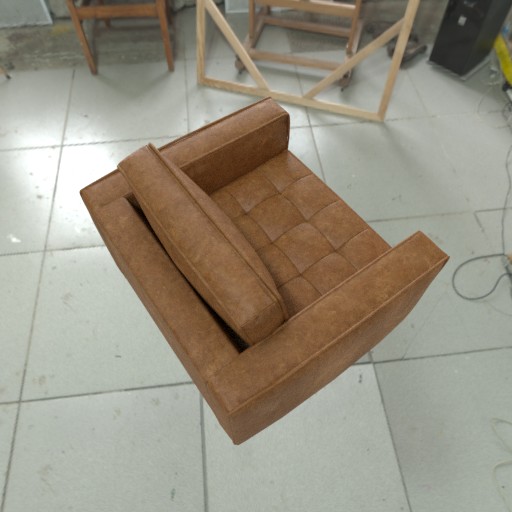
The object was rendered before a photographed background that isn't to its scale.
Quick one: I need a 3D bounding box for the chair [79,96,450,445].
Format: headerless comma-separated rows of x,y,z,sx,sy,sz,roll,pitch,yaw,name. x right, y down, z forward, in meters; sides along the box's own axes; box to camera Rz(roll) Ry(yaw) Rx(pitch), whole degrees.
0.000,0.000,1.533,0.798,0.767,0.928,-32,63,-18,chair
